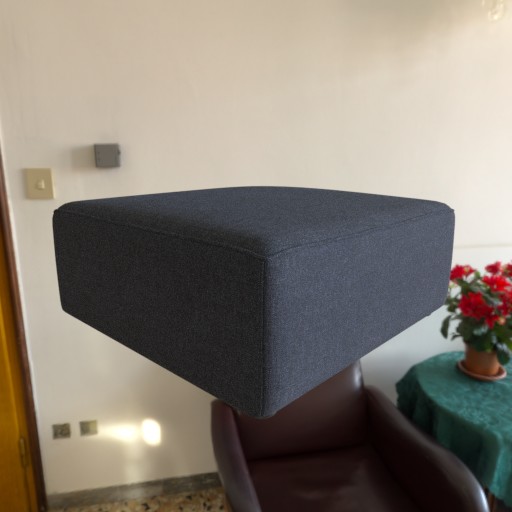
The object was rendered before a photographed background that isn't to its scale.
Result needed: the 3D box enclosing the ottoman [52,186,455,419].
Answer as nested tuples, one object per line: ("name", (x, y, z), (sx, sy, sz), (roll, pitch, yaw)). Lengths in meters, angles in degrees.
("ottoman", (0.000, 0.000, 1.539), (1.000, 0.439, 1.000), (13, 18, 42))
